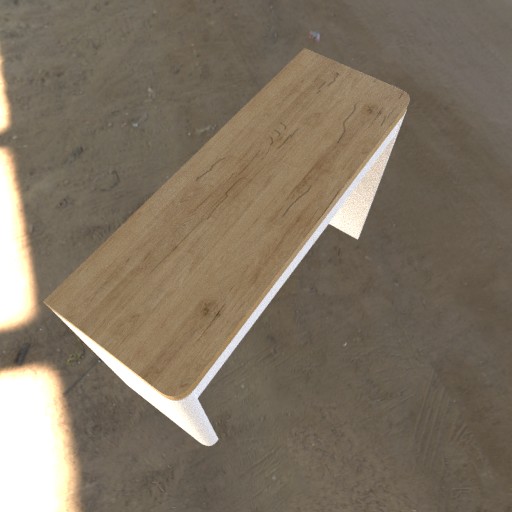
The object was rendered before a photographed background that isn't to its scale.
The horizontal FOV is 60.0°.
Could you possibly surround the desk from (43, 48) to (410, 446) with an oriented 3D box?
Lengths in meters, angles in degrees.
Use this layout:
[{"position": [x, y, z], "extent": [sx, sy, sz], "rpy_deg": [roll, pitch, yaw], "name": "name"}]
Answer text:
[{"position": [0.000, 0.000, 1.490], "extent": [0.390, 0.760, 1.100], "rpy_deg": [31, 65, 17], "name": "desk"}]
